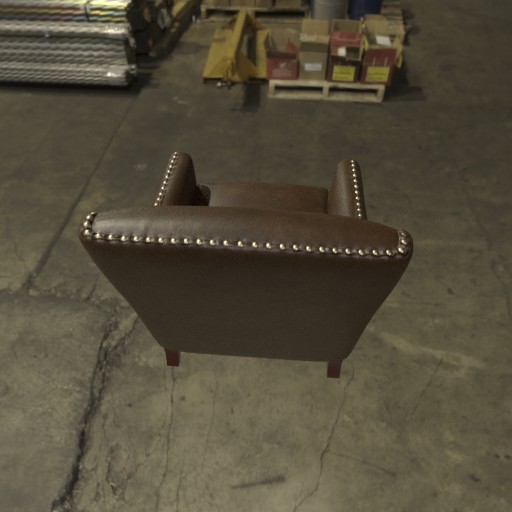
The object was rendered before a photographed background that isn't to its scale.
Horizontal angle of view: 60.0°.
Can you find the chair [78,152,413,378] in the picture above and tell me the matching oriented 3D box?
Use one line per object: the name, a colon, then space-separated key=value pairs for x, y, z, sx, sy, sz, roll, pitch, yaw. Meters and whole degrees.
chair: x=0.000 y=0.000 z=1.314 sx=0.639 sy=0.813 sz=0.704 roll=3 pitch=47 yaw=3
